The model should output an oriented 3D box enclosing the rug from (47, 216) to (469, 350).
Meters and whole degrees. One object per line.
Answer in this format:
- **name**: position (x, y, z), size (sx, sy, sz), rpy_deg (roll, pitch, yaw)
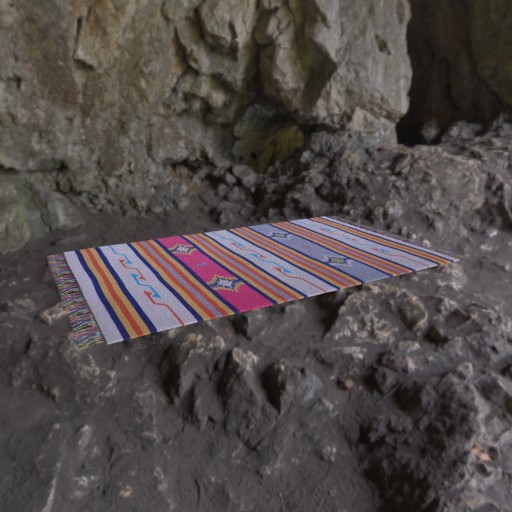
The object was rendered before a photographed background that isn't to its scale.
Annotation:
- **rug**: position (0.000, 0.000, 2.231), size (1.849, 0.013, 1.084), rpy_deg (-10, 21, -28)
